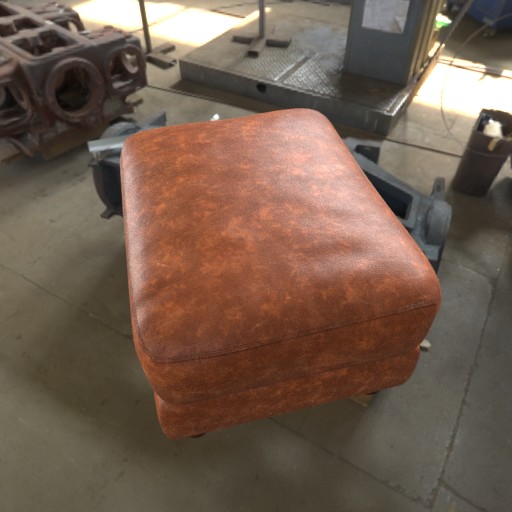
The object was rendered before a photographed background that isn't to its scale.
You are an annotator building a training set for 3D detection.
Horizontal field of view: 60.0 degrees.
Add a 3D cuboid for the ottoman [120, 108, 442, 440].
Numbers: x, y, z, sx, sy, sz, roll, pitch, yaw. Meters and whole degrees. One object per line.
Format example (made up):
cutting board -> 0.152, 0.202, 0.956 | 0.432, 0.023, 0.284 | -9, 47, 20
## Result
ottoman -> 0.000, 0.000, 1.236 | 0.657, 0.562, 0.832 | -10, 47, -10
